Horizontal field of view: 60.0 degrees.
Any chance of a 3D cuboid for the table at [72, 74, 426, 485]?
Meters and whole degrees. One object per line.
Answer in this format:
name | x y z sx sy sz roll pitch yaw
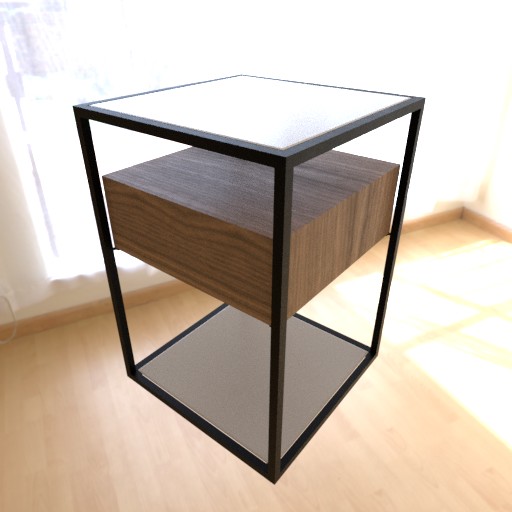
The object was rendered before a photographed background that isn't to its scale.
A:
table | 0.000 0.000 0.802 0.378 0.540 0.378 22 37 32
